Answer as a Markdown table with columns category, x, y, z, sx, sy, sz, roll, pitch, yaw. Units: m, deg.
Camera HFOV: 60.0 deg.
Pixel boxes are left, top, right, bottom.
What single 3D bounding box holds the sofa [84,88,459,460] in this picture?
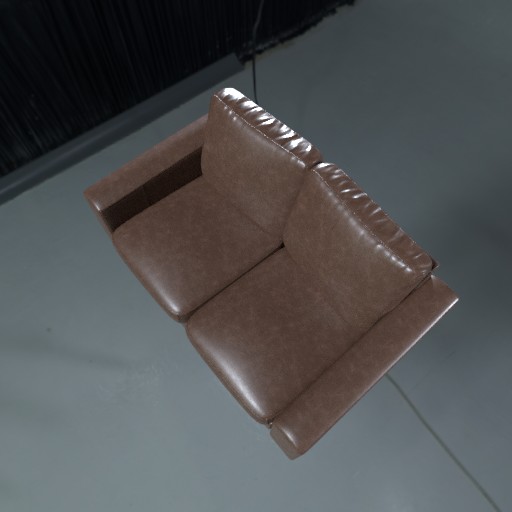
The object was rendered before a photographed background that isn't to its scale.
| category | x | y | z | sx | sy | sz | roll | pitch | yaw |
| --- | --- | --- | --- | --- | --- | --- | --- | --- | --- |
| sofa | 0.000 | 0.000 | 2.201 | 1.016 | 0.873 | 1.616 | -38 | 69 | -17 |
